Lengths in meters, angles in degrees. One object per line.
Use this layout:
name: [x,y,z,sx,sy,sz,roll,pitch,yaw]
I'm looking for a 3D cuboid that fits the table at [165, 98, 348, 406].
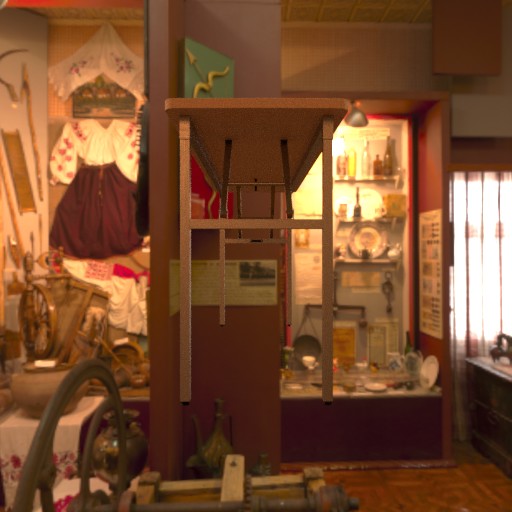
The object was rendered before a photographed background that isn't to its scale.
table: [0.000,0.000,1.750,0.446,0.750,1.397,0,0,0]
